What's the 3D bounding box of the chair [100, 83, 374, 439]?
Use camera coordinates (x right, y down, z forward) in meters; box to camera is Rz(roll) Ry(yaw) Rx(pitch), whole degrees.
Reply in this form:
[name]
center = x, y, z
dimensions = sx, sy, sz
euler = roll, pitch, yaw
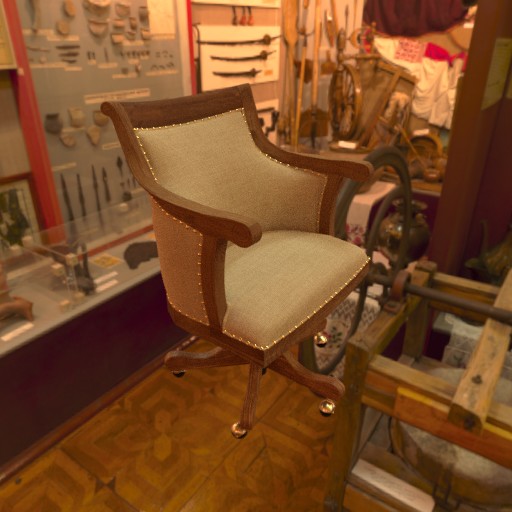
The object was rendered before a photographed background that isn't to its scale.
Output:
[chair]
center = 0.000, 0.000, 1.421
dimensions = 0.689, 0.965, 0.656
euler = 19, 32, 32
